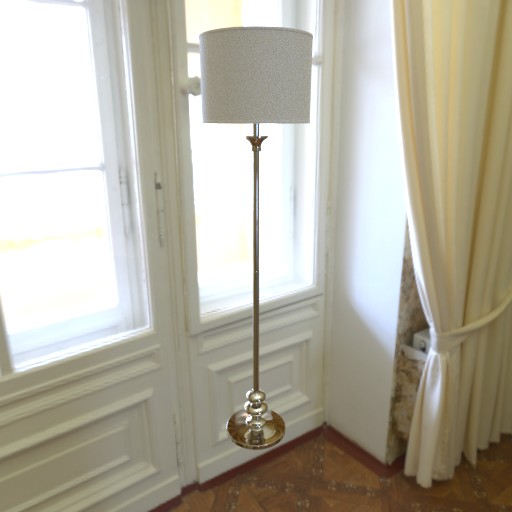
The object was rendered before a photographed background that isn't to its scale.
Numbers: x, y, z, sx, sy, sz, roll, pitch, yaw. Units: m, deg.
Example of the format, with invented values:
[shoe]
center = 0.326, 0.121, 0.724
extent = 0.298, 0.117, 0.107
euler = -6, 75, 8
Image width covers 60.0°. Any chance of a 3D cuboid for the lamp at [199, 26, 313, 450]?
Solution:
[lamp]
center = 0.000, 0.000, 1.601
extent = 0.356, 1.487, 0.356
euler = 3, 17, 9
